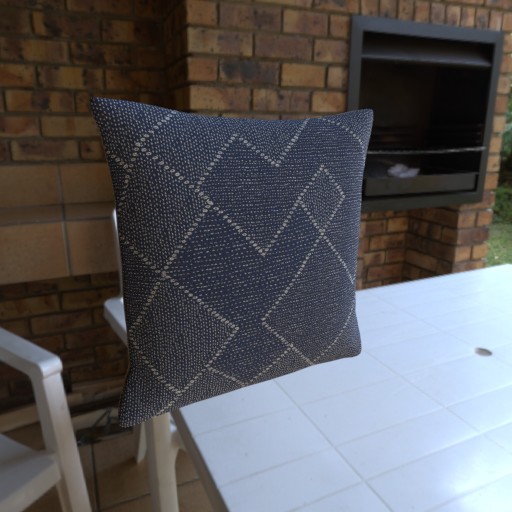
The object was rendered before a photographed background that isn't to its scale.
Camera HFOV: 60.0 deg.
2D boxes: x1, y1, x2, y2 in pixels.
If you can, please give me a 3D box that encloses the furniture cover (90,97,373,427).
[{"bbox_3d":[0.000,0.000,0.771,0.511,0.503,0.162,-9,18,-28],"label":"furniture cover"}]
